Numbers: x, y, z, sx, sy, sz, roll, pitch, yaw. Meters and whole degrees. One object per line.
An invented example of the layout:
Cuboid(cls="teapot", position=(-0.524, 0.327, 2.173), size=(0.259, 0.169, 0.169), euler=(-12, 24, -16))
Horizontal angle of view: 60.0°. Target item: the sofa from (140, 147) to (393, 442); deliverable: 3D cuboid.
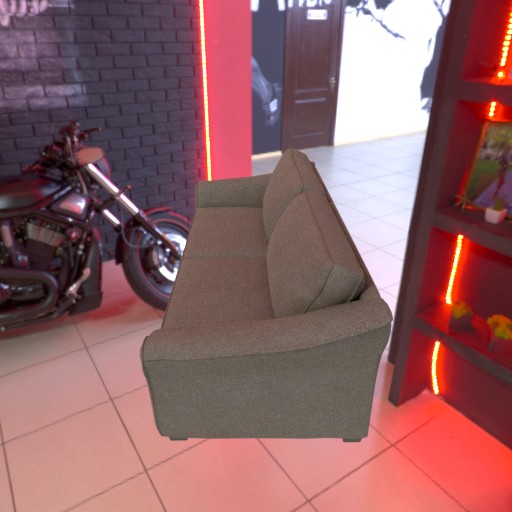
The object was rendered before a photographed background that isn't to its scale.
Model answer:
Cuboid(cls="sofa", position=(0.000, 0.000, 2.732), size=(0.986, 0.906, 2.270), euler=(0, 27, -1))
